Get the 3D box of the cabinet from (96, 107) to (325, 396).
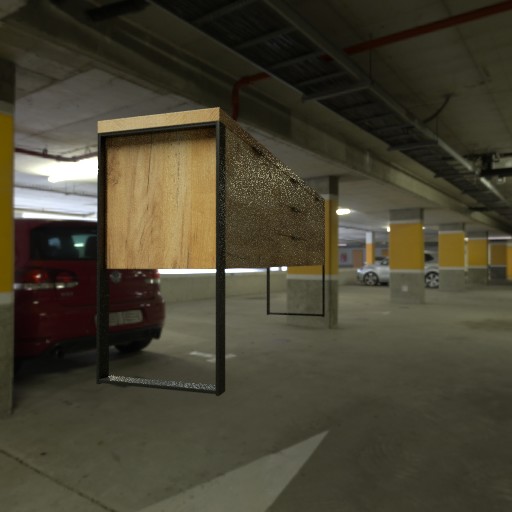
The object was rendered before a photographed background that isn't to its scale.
[{"bbox_3d":[0.000,0.000,2.083,0.395,0.762,1.800,0,-1,18],"label":"cabinet"}]
